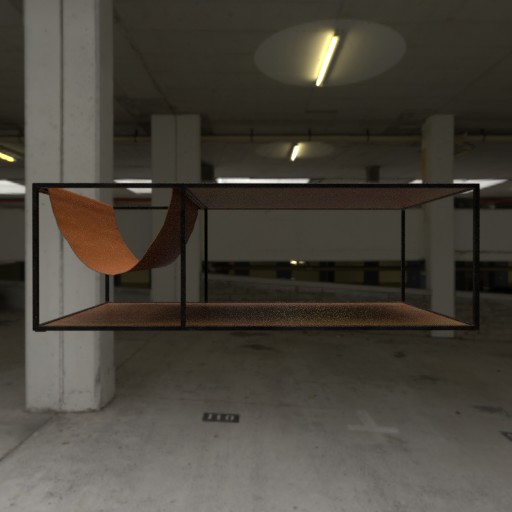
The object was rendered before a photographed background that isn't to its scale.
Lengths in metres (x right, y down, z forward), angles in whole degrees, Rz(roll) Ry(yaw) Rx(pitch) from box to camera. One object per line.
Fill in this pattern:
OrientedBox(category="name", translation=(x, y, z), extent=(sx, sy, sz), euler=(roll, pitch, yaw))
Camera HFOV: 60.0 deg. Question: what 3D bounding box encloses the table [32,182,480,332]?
OrientedBox(category="table", translation=(0.000, 0.000, 1.486), extent=(1.199, 0.403, 0.597), euler=(0, 0, 0))
